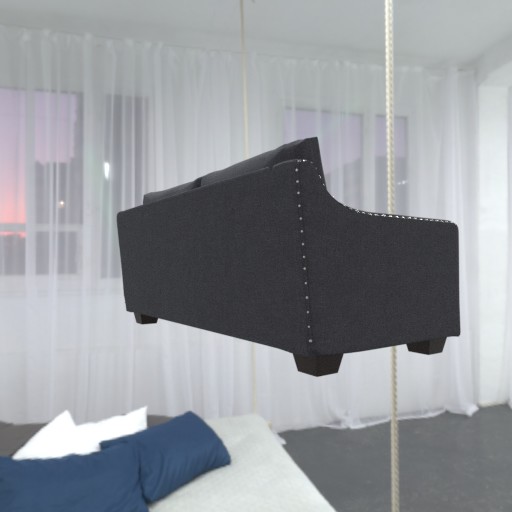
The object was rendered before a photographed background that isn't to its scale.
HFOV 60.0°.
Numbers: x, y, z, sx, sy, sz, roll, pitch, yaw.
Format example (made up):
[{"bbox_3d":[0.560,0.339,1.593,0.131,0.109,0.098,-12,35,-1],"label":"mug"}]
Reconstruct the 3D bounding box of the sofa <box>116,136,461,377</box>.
[{"bbox_3d":[0.000,0.000,3.368,1.336,1.196,2.550,1,-1,-35],"label":"sofa"}]
